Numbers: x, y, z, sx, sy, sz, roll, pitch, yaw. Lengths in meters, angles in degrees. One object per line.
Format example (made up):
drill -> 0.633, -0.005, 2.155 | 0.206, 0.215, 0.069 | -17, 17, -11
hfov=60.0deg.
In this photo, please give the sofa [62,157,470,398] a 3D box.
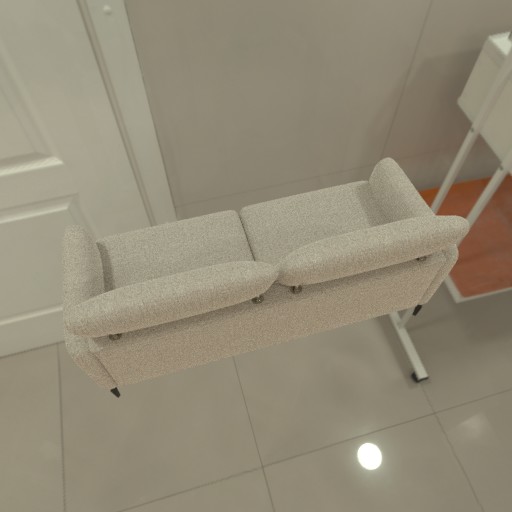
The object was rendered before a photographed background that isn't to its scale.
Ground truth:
sofa -> 0.000, 0.000, 2.440 | 2.015, 0.956, 0.856 | -13, 58, -9
